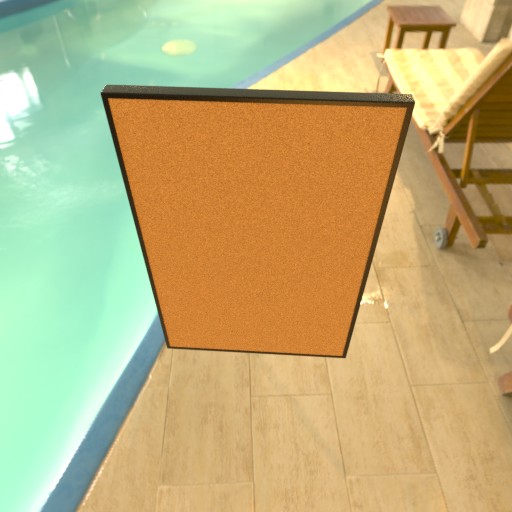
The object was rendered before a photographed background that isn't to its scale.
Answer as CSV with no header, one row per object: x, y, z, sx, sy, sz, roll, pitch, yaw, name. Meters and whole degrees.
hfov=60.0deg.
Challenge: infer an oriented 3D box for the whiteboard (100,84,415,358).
0.000,0.000,0.796,0.406,0.611,0.026,3,46,3,whiteboard
